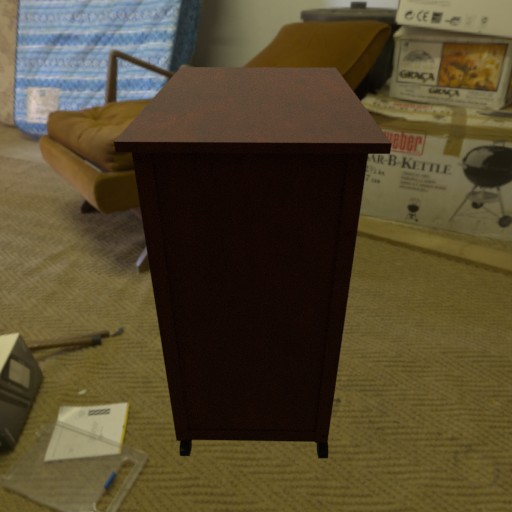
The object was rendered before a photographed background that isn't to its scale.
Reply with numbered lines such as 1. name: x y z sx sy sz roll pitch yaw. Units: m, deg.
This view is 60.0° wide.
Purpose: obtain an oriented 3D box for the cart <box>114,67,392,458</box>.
1. cart: 0.000 0.000 1.224 0.442 0.864 0.683 1 33 1
